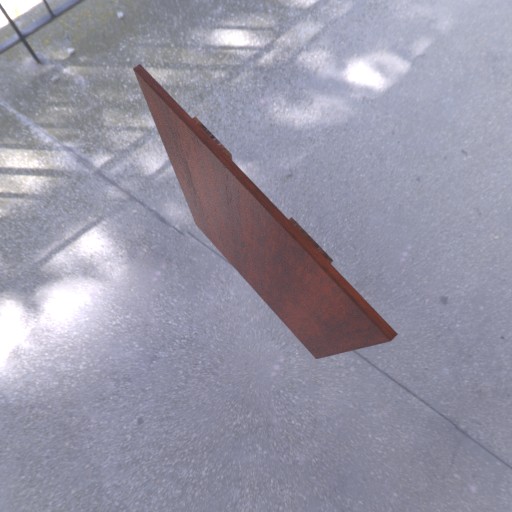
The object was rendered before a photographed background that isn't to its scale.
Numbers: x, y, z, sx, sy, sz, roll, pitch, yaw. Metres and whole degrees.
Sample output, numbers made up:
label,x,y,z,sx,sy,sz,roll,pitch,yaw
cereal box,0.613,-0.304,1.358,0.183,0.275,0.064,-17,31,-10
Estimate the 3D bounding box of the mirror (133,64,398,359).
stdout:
label,x,y,z,sx,sy,sz,roll,pitch,yaw
mirror,0.000,0.000,1.075,0.021,0.805,0.600,-40,79,-10
